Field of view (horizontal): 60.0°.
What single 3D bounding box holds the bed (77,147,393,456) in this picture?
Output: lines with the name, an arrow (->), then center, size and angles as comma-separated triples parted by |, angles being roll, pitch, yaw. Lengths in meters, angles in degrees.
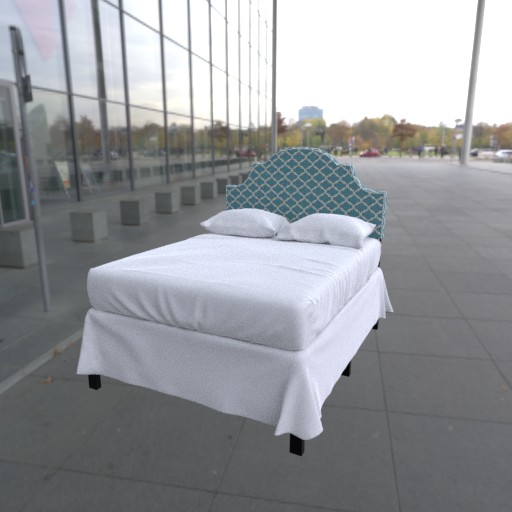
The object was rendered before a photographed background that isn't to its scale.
bed -> 0.000, 0.000, 3.405 | 1.780, 1.633, 2.222 | 7, 15, 26
